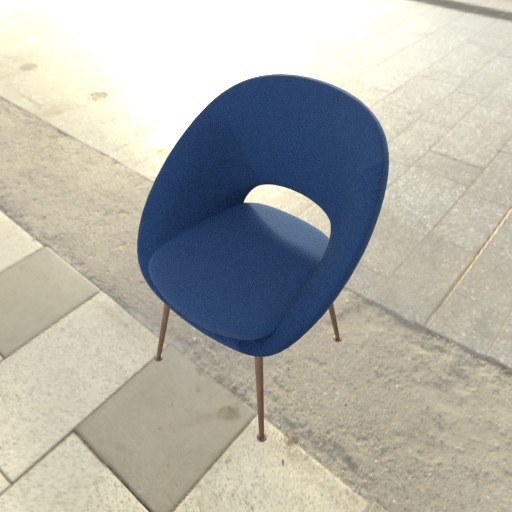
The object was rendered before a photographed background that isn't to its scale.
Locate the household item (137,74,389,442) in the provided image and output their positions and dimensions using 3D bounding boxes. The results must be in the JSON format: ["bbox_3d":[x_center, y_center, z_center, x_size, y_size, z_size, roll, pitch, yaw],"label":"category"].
[{"bbox_3d":[0.000,0.000,1.285,0.623,0.852,0.573,29,52,26],"label":"household item"}]
